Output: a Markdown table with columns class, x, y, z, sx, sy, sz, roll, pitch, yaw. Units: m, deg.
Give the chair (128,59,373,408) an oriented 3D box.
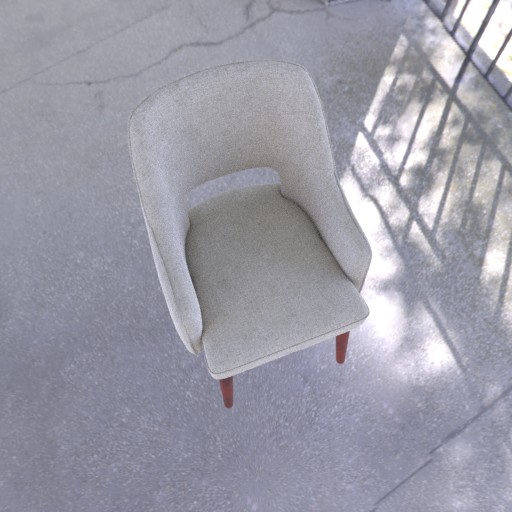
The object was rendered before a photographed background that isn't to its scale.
| class | x | y | z | sx | sy | sz | roll | pitch | yaw |
| --- | --- | --- | --- | --- | --- | --- | --- | --- | --- |
| chair | 0.000 | 0.000 | 1.268 | 0.548 | 0.849 | 0.605 | -19 | 65 | -9 |
